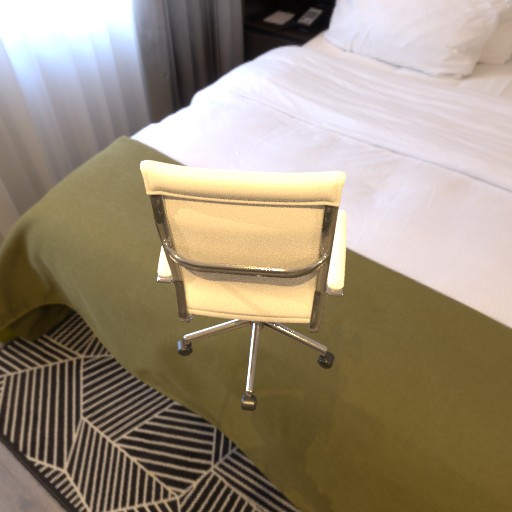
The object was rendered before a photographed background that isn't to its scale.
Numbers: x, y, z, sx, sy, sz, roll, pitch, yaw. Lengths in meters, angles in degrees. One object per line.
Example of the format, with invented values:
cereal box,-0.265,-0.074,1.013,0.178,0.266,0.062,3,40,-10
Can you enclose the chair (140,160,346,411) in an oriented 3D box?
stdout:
chair,0.000,0.000,1.536,0.679,1.149,0.679,4,46,4
